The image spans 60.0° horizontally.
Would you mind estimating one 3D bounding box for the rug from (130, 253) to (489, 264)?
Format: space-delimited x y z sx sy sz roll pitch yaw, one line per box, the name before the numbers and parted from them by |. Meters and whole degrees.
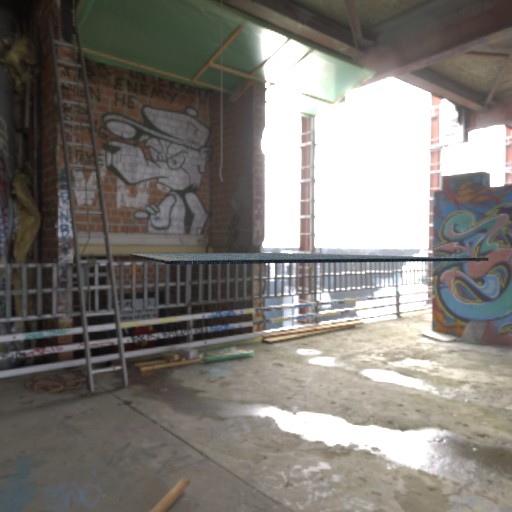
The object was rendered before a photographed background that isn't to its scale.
rug | 0.000 0.000 3.017 1.530 0.015 2.449 0 1 -19
